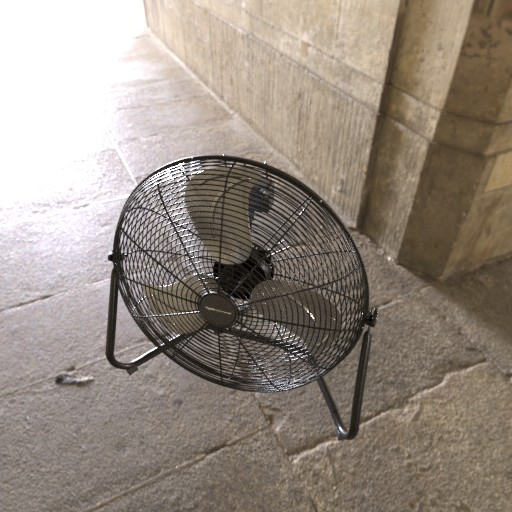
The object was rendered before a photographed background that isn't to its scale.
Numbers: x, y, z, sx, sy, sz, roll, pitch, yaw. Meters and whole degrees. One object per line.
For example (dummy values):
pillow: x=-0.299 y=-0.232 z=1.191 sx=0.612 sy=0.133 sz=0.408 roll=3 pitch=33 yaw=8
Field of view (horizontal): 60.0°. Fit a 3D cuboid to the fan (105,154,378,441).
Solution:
fan: x=0.000 y=0.000 z=1.005 sx=0.595 sy=0.605 sz=0.470 roll=13 pitch=43 yaw=14
